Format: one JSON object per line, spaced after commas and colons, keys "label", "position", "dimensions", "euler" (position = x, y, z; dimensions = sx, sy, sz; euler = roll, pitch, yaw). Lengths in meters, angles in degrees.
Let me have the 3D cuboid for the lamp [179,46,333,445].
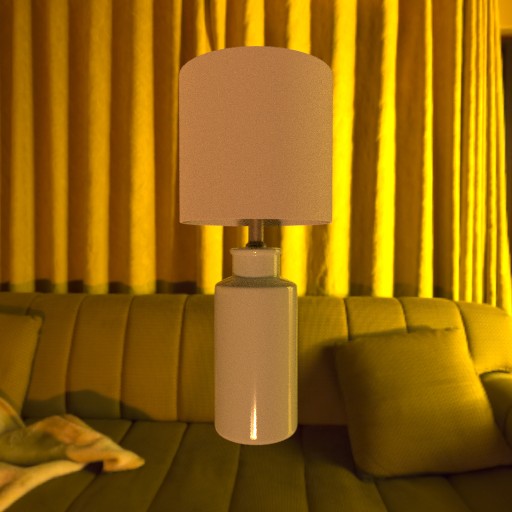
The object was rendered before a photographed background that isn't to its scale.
{"label": "lamp", "position": [0.000, 0.000, 0.626], "dimensions": [0.212, 0.493, 0.212], "euler": [0, 1, -18]}
